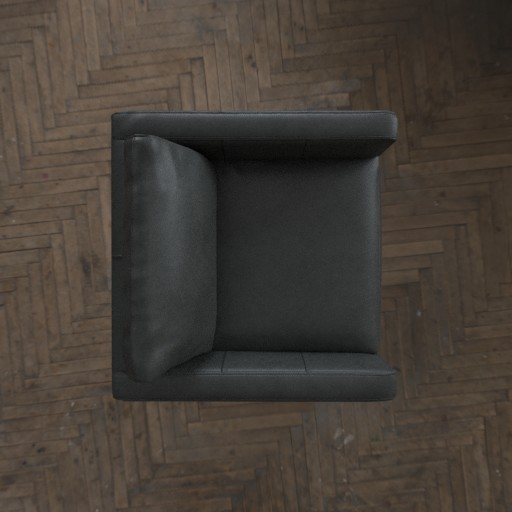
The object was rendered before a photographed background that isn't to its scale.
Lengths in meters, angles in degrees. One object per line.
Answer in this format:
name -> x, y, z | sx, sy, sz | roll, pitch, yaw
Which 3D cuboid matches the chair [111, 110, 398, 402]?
chair -> 0.000, 0.000, 1.490 | 0.861, 0.824, 0.967 | 0, 90, 0
